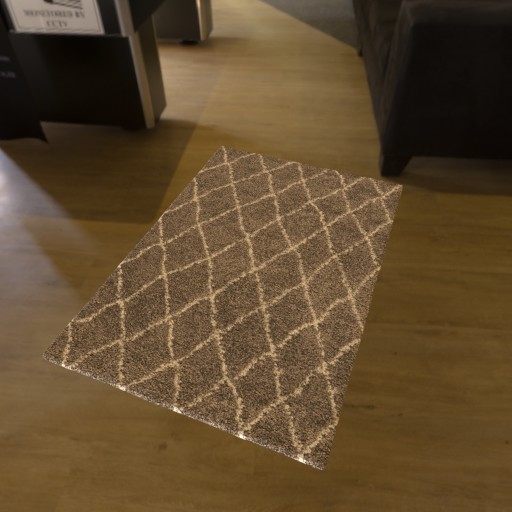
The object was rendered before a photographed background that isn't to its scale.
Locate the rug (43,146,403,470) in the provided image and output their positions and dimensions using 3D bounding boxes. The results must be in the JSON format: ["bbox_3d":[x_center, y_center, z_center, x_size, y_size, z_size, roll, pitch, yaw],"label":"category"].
[{"bbox_3d":[0.000,0.000,2.273,1.219,0.030,1.778,16,47,15],"label":"rug"}]
